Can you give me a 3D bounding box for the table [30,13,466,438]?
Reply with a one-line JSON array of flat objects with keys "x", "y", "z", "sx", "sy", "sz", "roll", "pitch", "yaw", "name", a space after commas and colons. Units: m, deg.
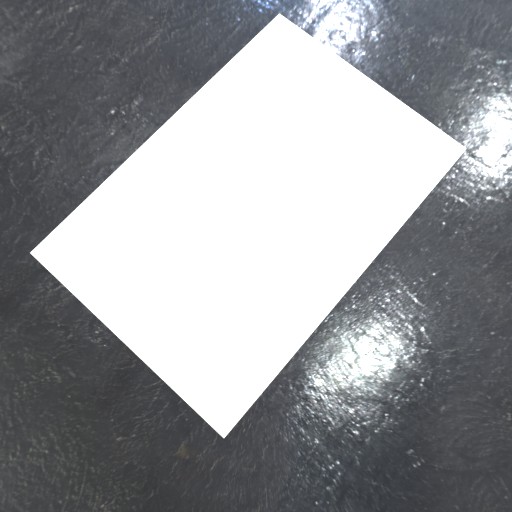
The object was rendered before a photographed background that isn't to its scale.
[{"x": 0.000, "y": 0.000, "z": 1.047, "sx": 0.406, "sy": 0.711, "sz": 0.589, "roll": 40, "pitch": 79, "yaw": 10, "name": "table"}]
